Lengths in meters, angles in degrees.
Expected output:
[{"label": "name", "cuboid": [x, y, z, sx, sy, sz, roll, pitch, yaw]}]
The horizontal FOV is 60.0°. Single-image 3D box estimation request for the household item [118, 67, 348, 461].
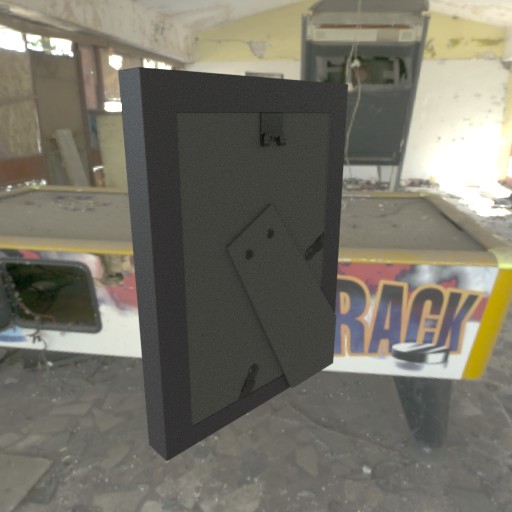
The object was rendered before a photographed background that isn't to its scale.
[{"label": "household item", "cuboid": [0.000, 0.000, 0.237, 0.133, 0.178, 0.022, -16, 23, -42]}]
